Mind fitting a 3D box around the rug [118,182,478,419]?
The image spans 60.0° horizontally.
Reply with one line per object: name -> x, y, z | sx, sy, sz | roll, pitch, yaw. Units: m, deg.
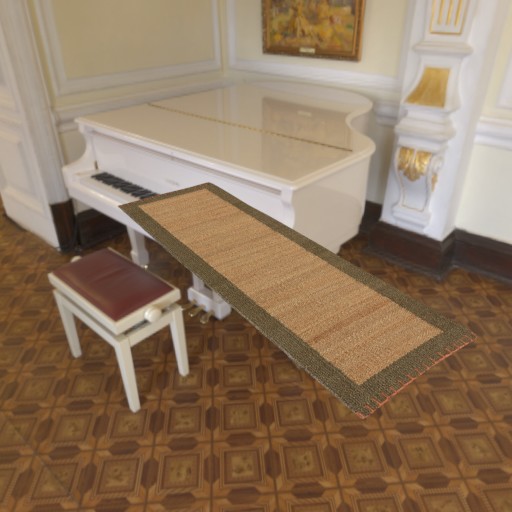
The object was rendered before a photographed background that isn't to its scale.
rug -> 0.000, 0.000, 2.699 | 0.810, 0.016, 2.413 | -21, 37, -31
